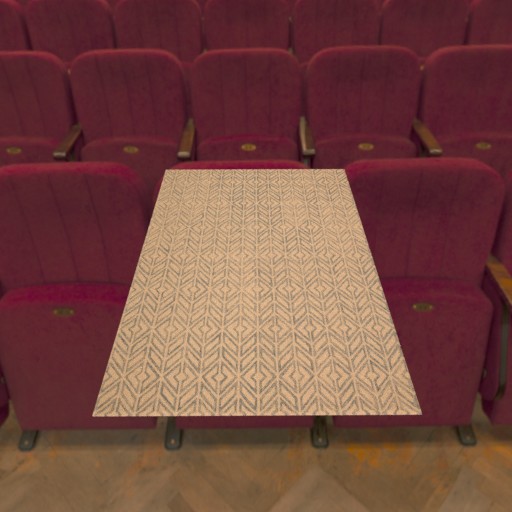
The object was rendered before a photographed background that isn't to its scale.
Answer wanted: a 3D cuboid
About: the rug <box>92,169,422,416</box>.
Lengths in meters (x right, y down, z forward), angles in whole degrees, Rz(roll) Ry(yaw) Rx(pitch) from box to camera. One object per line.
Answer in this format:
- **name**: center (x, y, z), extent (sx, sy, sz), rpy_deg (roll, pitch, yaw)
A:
- **rug**: center (0.000, 0.000, 2.337), extent (1.220, 0.008, 1.824), rpy_deg (0, 40, 0)
